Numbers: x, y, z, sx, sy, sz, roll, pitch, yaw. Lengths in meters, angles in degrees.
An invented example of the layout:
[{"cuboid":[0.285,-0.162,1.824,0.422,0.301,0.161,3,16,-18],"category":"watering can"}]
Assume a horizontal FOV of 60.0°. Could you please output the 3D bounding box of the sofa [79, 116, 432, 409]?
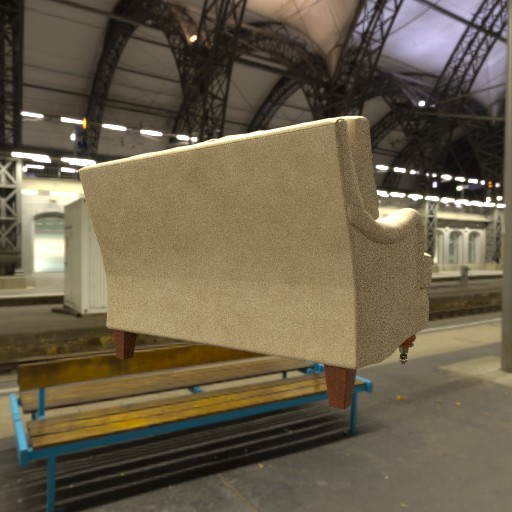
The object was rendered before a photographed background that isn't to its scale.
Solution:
[{"cuboid":[0.000,0.000,2.250,1.498,1.087,1.086,0,1,36],"category":"sofa"}]
